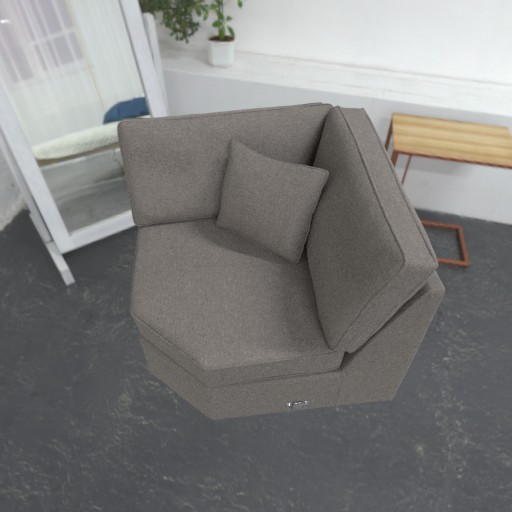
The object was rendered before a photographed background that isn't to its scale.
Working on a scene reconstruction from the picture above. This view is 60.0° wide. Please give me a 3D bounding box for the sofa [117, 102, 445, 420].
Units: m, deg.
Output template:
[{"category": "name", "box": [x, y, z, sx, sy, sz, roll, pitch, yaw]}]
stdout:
[{"category": "sofa", "box": [0.000, 0.000, 1.854, 1.050, 0.951, 1.042, -4, 46, -4]}]
